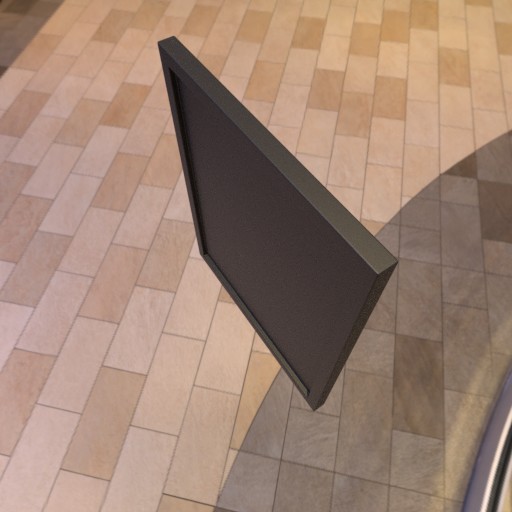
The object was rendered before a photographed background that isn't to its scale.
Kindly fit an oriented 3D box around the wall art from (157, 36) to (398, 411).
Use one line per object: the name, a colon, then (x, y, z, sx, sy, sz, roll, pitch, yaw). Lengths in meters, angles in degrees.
wall art: (0.000, 0.000, 0.765, 0.028, 0.559, 0.457, -30, 63, -17)
